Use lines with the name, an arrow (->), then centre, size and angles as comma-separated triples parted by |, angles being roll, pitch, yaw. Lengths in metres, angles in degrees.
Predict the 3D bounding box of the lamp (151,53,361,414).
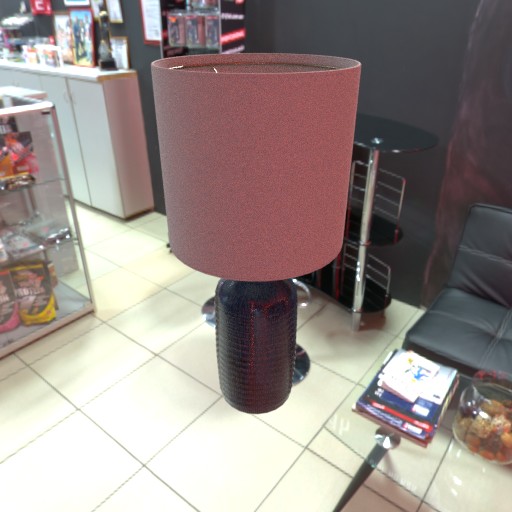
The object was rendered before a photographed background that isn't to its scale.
lamp -> 0.000, 0.000, 0.588 | 0.220, 0.475, 0.220 | -9, 30, -16
